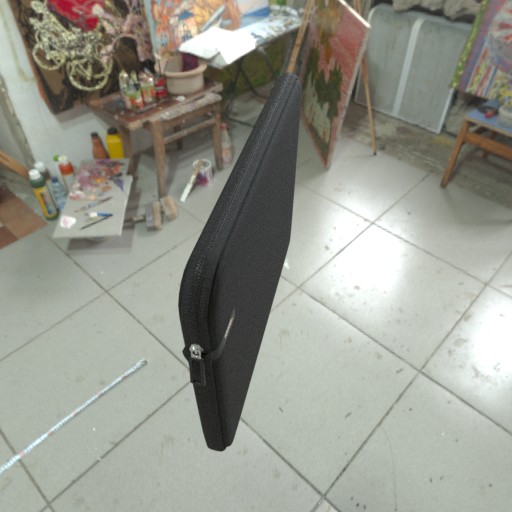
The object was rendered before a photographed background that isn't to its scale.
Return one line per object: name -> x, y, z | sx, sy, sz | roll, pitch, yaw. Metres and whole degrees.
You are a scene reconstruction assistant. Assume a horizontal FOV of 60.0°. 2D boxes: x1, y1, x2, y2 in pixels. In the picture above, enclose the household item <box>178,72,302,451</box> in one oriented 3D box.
household item -> 0.000, 0.000, 0.526 | 0.030, 0.305, 0.396 | 10, 47, 10
